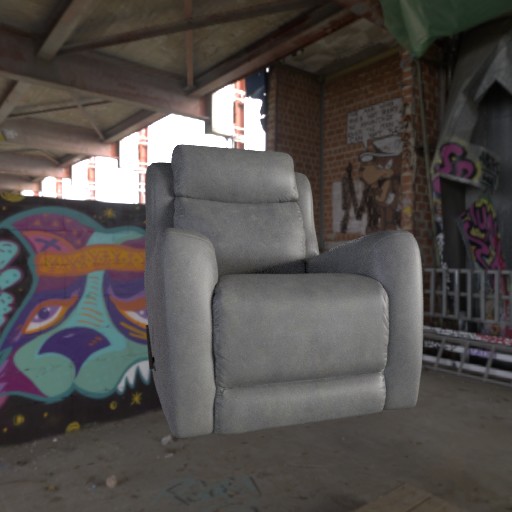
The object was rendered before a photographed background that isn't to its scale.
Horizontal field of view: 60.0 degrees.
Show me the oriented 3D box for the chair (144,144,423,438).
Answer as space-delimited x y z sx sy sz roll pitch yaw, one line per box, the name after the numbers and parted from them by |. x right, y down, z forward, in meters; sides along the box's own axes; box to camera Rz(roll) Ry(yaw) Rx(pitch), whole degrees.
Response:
0.000 0.000 1.921 0.967 1.116 1.068 0 0 -18 | chair
